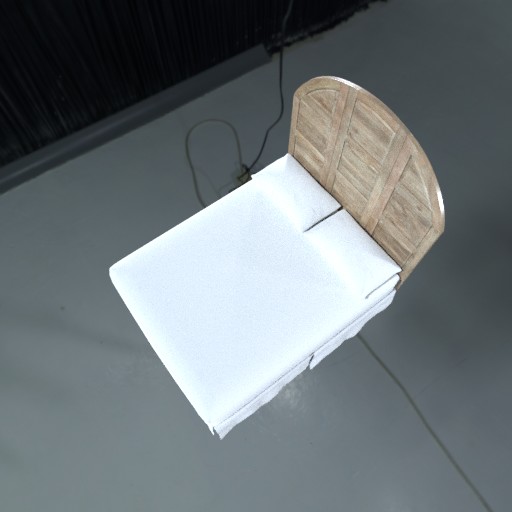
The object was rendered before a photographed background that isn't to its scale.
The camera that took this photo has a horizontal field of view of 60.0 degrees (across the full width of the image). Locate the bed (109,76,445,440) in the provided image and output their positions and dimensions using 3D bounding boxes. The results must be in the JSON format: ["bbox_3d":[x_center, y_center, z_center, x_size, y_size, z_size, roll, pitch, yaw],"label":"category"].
[{"bbox_3d":[0.000,0.000,3.497,2.112,2.002,1.713,-34,69,-15],"label":"bed"}]
